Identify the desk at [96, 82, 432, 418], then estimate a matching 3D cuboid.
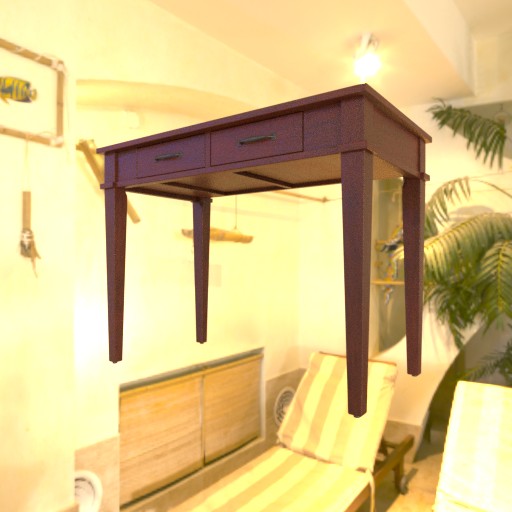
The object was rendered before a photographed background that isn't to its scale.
[{"bbox_3d":[0.000,0.000,1.494,1.001,0.762,0.549,0,0,36],"label":"desk"}]
